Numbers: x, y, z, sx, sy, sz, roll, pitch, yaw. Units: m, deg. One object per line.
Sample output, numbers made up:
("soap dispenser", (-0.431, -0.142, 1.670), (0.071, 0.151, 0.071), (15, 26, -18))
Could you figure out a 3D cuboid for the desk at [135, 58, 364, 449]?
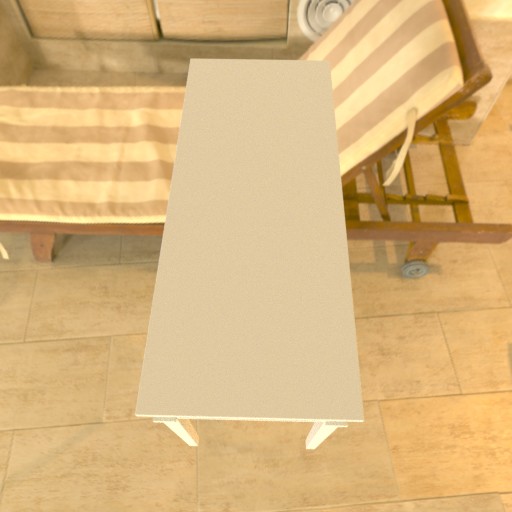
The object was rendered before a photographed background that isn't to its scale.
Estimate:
("desk", (0.000, 0.000, 1.759), (0.559, 0.774, 1.372), (1, 59, 1))
